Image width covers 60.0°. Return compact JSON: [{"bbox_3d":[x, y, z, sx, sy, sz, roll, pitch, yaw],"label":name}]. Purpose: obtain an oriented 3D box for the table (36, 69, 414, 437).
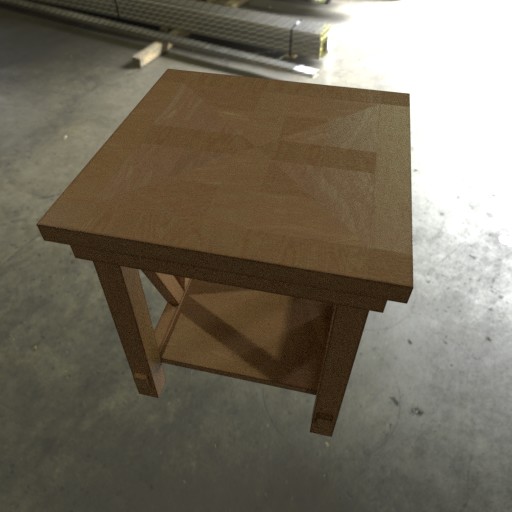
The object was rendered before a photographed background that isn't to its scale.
[{"bbox_3d":[0.000,0.000,1.126,0.610,0.638,0.612,9,47,9],"label":"table"}]
